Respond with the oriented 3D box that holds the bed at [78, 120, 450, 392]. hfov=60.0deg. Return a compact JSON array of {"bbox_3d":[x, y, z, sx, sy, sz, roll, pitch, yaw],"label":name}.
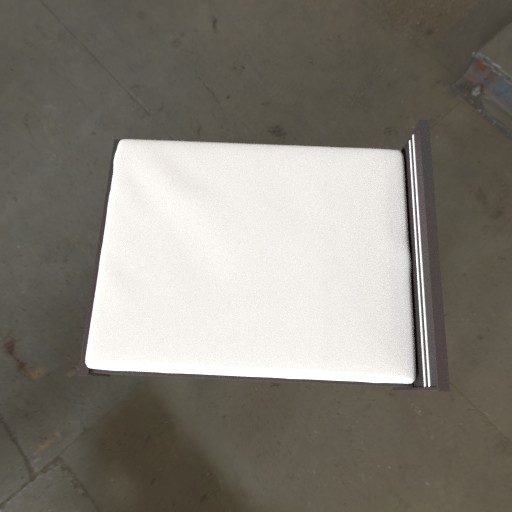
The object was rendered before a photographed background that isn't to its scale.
[{"bbox_3d":[0.000,0.000,2.950,2.103,0.808,1.634,2,73,1],"label":"bed"}]
